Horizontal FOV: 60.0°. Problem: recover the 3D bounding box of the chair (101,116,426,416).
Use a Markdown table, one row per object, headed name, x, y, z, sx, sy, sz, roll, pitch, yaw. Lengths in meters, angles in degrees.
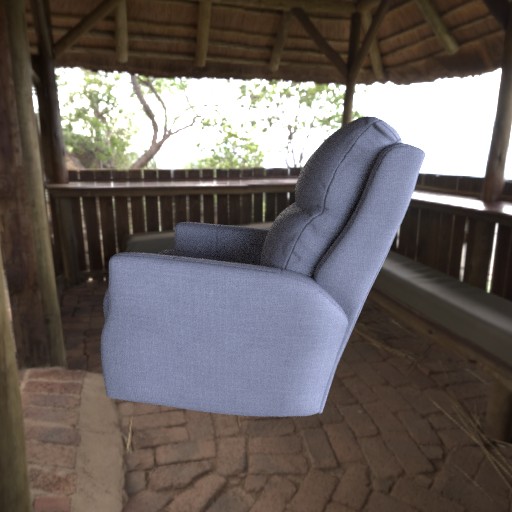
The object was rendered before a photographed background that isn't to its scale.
| name | x | y | z | sx | sy | sz | roll | pitch | yaw |
| --- | --- | --- | --- | --- | --- | --- | --- | --- | --- |
| chair | 0.000 | 0.000 | 1.759 | 1.080 | 1.030 | 0.829 | 2 | 14 | 8 |
